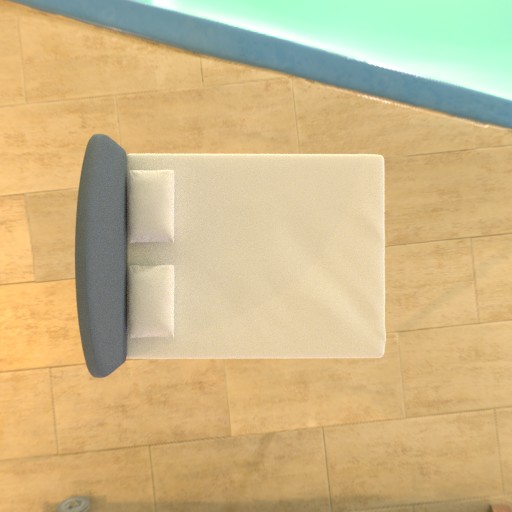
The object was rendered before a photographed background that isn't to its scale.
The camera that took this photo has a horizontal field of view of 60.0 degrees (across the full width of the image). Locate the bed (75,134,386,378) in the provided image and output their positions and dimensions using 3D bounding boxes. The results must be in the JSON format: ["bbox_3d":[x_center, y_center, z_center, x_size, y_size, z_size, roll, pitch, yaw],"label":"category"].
[{"bbox_3d":[0.000,0.000,3.127,2.005,1.410,1.607,0,90,-1],"label":"bed"}]
